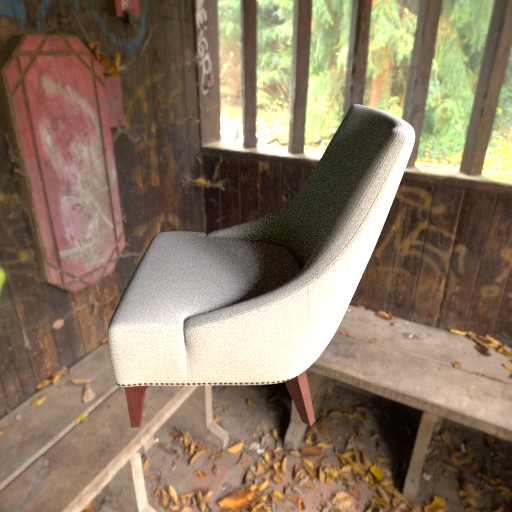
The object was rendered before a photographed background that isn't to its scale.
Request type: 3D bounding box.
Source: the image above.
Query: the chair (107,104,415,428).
[{"bbox_3d":[0.000,0.000,1.485,0.861,0.909,0.701,0,26,0],"label":"chair"}]
